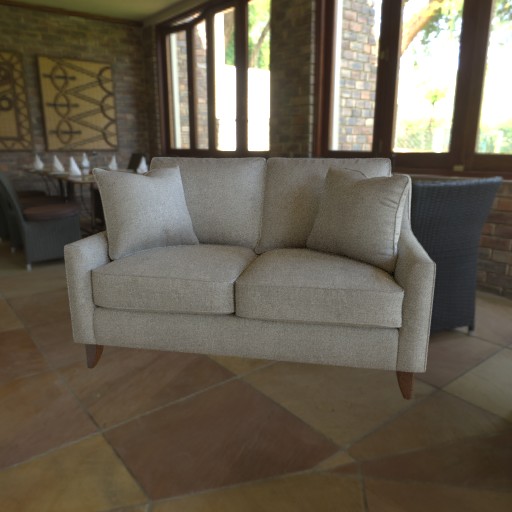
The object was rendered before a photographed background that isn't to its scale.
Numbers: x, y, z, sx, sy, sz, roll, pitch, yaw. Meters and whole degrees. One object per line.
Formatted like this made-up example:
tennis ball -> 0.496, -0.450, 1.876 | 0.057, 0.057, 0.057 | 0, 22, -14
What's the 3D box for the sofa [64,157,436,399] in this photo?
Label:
sofa -> 0.000, 0.000, 2.022 | 1.422, 0.863, 0.915 | 3, 14, 10
